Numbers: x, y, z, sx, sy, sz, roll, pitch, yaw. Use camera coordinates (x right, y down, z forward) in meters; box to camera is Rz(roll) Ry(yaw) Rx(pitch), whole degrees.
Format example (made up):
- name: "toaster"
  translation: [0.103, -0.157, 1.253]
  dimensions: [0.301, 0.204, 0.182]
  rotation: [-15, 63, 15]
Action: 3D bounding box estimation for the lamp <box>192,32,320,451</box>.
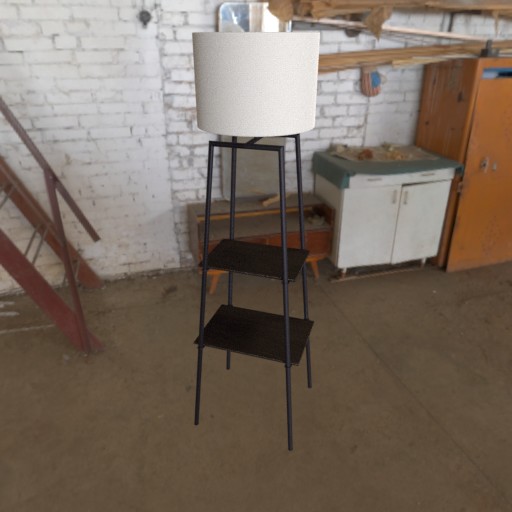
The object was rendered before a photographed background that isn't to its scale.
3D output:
- name: "lamp"
  translation: [0.000, 0.000, 1.637]
  dimensions: [0.427, 1.474, 0.384]
  rotation: [8, 28, 16]
